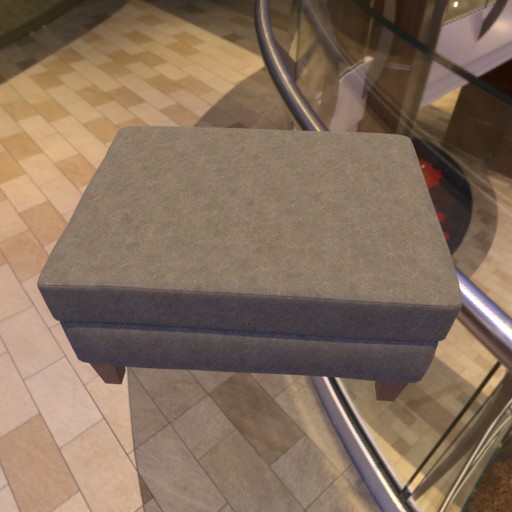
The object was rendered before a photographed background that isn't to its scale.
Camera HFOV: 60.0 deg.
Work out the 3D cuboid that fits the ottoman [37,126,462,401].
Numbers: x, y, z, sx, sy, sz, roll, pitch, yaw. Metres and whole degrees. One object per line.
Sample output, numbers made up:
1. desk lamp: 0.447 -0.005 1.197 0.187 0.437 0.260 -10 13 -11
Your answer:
1. ottoman: 0.000 0.000 1.203 0.839 0.464 0.639 3 46 3
